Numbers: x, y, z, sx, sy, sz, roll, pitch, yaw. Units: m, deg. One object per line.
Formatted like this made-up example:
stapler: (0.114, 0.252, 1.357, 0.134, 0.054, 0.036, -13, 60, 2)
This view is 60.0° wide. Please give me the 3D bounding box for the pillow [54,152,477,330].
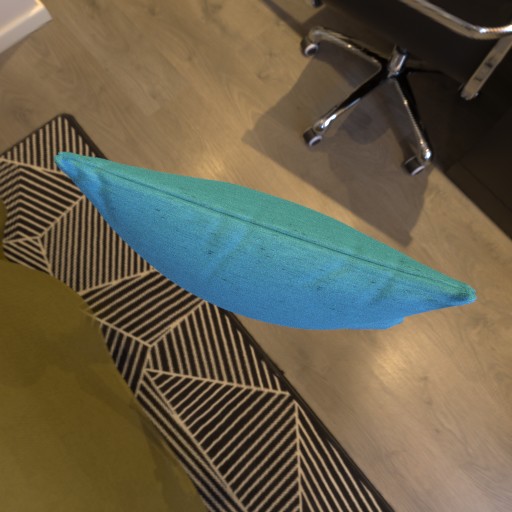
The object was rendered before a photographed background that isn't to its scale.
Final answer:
pillow: (0.000, 0.000, 0.779, 0.633, 0.338, 0.210, 19, 77, 4)
